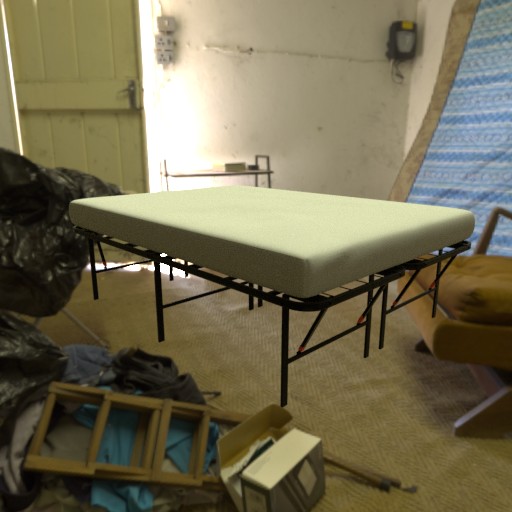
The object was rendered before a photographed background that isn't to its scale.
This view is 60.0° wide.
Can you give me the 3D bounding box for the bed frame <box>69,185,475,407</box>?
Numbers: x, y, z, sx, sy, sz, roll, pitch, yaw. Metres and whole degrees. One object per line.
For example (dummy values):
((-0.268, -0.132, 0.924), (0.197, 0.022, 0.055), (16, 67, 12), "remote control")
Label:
((0.000, 0.000, 2.543), (1.372, 0.637, 1.905), (-14, 20, -42), "bed frame")
